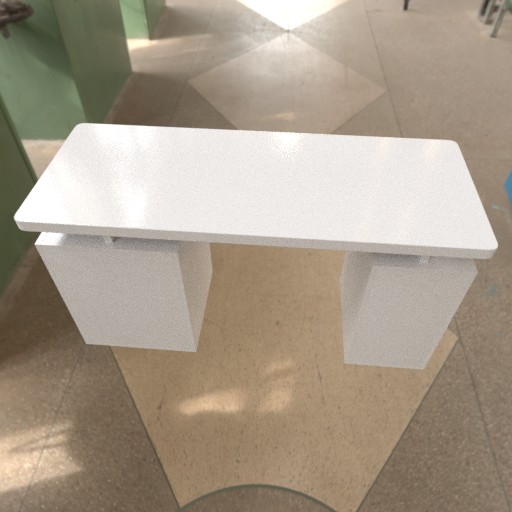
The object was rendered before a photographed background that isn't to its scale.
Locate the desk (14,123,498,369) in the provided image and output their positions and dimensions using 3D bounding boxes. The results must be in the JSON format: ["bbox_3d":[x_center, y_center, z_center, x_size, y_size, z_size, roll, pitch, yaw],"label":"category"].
[{"bbox_3d":[0.000,0.000,1.726,1.400,0.762,0.550,4,47,3],"label":"desk"}]
